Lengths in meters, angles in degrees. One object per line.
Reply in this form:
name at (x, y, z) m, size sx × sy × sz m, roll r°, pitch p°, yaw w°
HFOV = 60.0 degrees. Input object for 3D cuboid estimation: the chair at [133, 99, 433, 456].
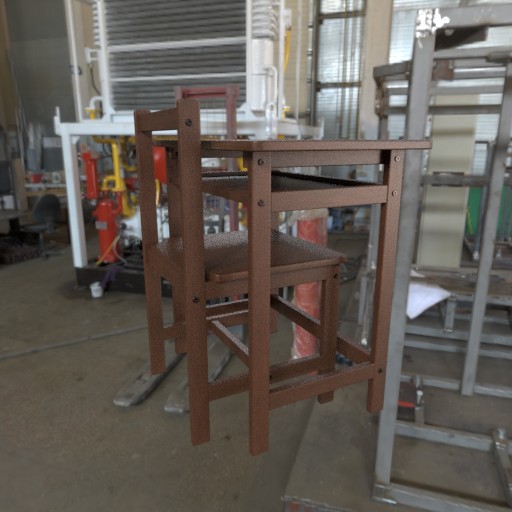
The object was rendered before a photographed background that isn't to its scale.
chair at (0.000, 0.000, 1.066) m, size 0.463 × 0.673 × 0.599 m, roll -8°, pitch 17°, yaw -27°
